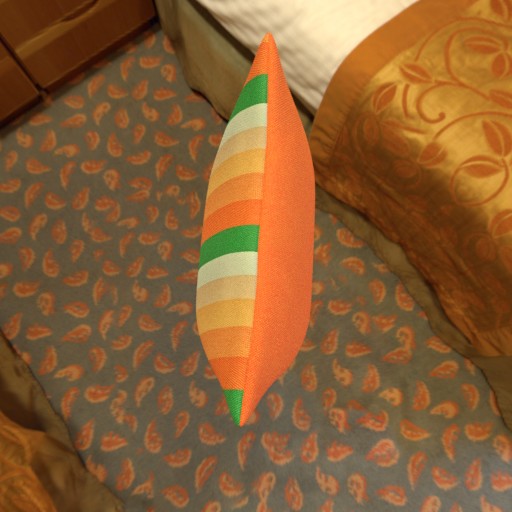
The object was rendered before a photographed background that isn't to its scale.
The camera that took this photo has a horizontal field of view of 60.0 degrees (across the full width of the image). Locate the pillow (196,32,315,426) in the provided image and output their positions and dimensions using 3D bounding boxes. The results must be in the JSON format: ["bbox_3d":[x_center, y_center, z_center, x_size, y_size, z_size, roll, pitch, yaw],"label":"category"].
[{"bbox_3d":[0.000,0.000,0.696,0.169,0.444,0.453,4,76,1],"label":"pillow"}]
